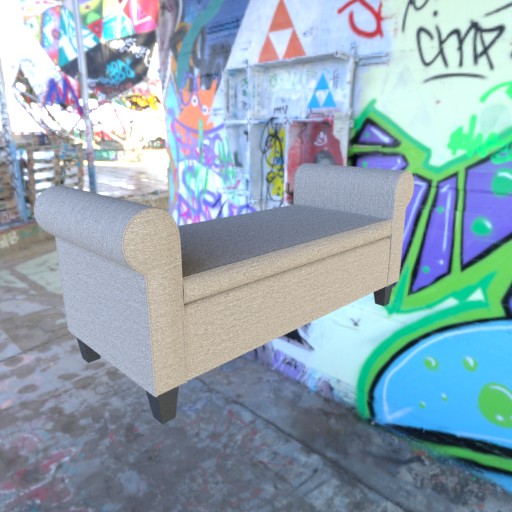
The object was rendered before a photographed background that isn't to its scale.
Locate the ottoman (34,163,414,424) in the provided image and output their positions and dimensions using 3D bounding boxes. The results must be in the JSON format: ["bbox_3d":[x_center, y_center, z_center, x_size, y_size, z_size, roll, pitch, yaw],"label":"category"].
[{"bbox_3d":[0.000,0.000,1.551,1.256,0.547,0.521,-16,23,-42],"label":"ottoman"}]
